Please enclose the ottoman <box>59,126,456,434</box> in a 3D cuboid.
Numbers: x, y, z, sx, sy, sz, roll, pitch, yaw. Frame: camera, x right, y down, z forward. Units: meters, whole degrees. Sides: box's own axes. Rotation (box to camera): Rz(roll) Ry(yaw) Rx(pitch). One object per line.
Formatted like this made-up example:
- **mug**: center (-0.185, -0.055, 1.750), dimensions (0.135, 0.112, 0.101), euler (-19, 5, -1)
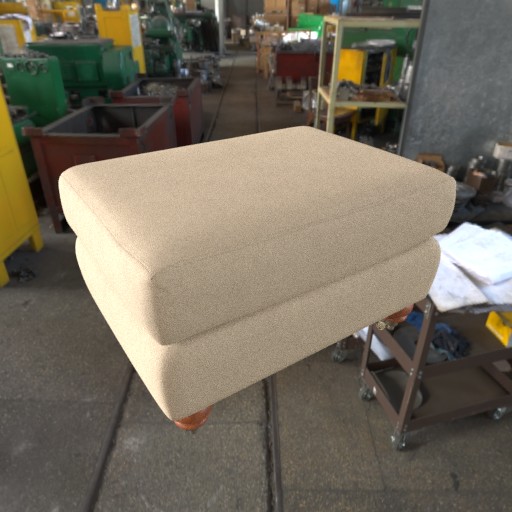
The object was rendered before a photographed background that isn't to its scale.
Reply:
- **ottoman**: center (0.000, 0.000, 1.113), dimensions (0.773, 0.504, 0.569), euler (-19, 35, -29)
